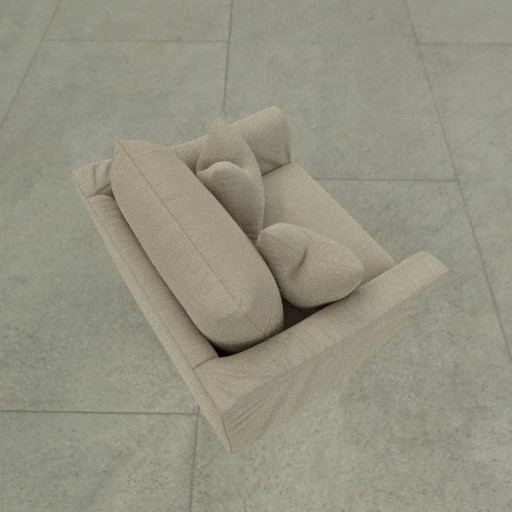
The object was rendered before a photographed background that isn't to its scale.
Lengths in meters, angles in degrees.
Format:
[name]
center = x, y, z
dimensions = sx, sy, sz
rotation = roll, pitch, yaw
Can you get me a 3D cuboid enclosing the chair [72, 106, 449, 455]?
[chair]
center = 0.000, 0.000, 1.997
dimensions = 1.071, 1.093, 1.194
rotation = -30, 63, -17
